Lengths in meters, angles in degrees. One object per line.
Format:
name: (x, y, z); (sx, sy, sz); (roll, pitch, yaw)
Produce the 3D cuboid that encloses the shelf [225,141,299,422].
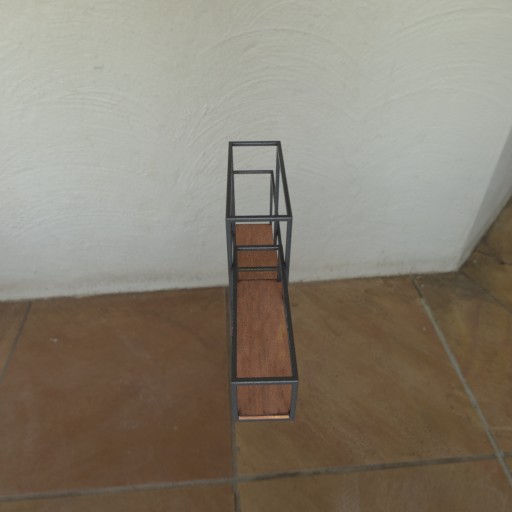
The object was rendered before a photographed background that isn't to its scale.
shelf: (0.000, 0.000, 2.160); (0.275, 0.972, 1.781); (-1, 40, -1)
